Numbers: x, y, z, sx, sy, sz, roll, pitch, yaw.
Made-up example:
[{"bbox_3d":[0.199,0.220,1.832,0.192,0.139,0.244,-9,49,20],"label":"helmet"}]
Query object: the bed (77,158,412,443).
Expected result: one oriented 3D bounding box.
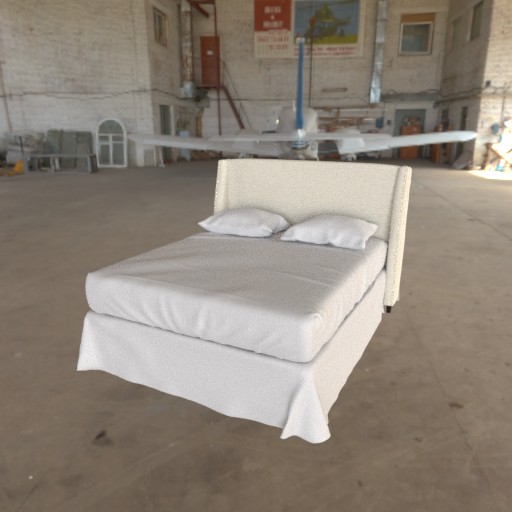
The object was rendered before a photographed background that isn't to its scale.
[{"bbox_3d":[0.000,0.000,3.504,1.925,1.332,2.276,8,18,26],"label":"bed"}]
